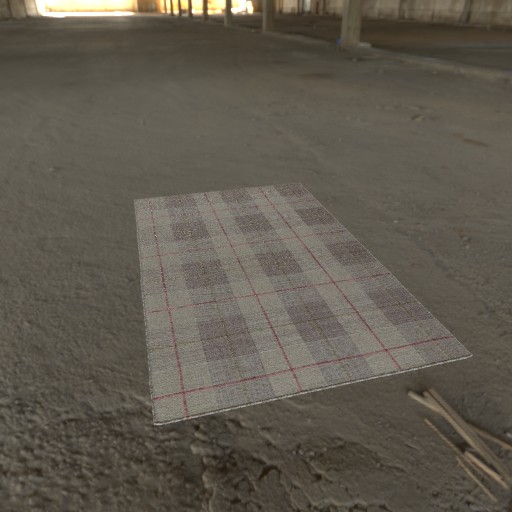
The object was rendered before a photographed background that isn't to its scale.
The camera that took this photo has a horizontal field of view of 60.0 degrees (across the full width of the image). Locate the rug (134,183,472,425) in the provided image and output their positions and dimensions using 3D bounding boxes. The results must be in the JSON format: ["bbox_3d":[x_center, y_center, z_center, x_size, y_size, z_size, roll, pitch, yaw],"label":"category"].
[{"bbox_3d":[0.000,0.000,3.011,1.549,0.010,2.464,-8,31,-13],"label":"rug"}]
